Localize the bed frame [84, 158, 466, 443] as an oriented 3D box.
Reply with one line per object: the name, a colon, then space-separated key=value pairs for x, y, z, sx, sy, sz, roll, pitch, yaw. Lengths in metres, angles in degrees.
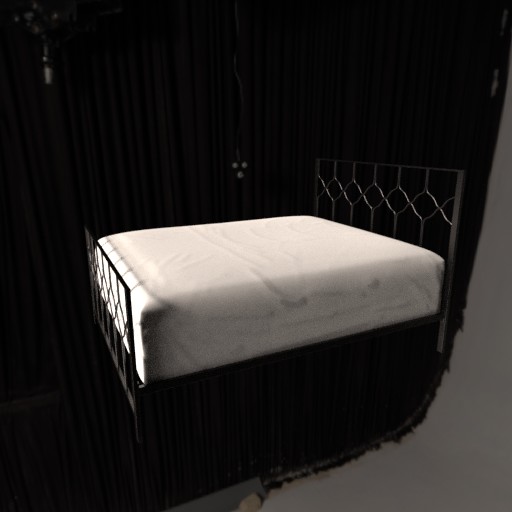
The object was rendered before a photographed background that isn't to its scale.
bed frame: x=0.000 y=0.000 z=3.105 sx=2.063 sy=1.222 sz=1.597 roll=-7 pitch=17 yaw=-25
